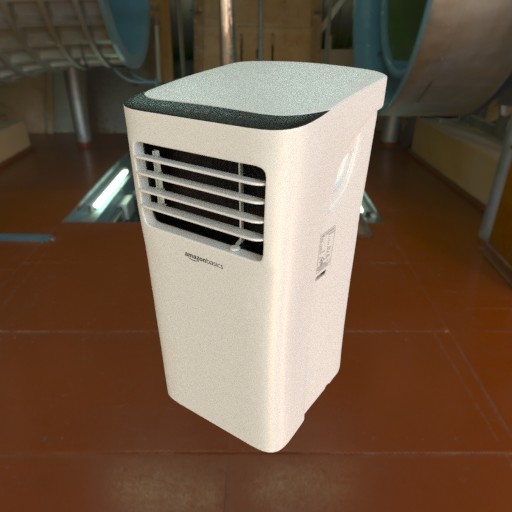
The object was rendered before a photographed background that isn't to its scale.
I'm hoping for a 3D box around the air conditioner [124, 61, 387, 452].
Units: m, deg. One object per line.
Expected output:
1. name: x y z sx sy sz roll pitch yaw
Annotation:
1. air conditioner: 0.000 0.000 0.921 0.352 0.716 0.369 18 34 29
